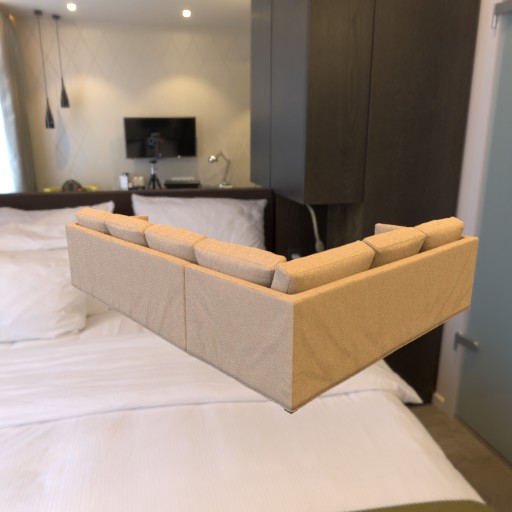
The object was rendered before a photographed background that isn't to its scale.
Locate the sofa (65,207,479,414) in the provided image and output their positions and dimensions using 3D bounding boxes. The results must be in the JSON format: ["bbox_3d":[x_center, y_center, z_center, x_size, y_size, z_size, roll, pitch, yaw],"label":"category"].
[{"bbox_3d":[0.000,0.000,4.285,2.432,0.871,3.182,-13,19,-41],"label":"sofa"}]
